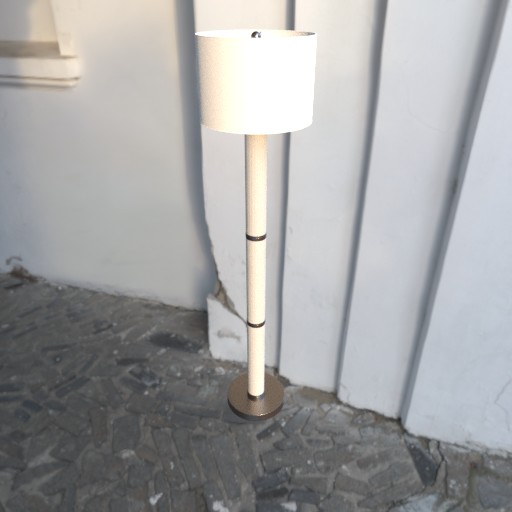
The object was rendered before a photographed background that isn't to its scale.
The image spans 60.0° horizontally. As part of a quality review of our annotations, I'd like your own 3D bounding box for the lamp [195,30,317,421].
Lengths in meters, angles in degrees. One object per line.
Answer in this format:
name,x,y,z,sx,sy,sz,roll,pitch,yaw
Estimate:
lamp,0.000,0.000,1.765,0.377,1.599,0.377,20,35,30
